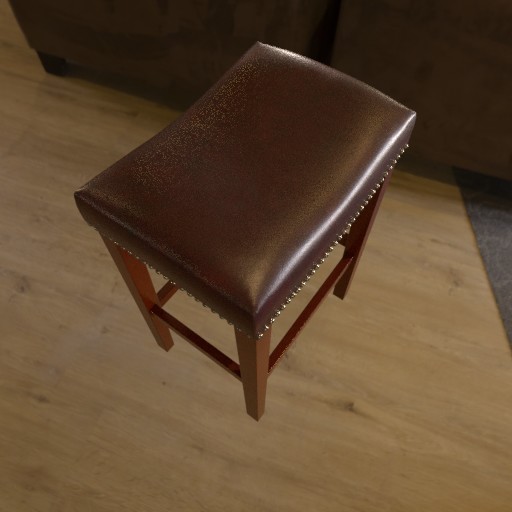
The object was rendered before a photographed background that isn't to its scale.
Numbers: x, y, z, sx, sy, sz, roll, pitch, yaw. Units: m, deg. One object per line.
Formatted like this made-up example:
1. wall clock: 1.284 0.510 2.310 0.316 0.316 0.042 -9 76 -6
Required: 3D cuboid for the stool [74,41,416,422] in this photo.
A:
1. stool: 0.000 0.000 1.035 0.372 0.742 0.504 32 64 18
